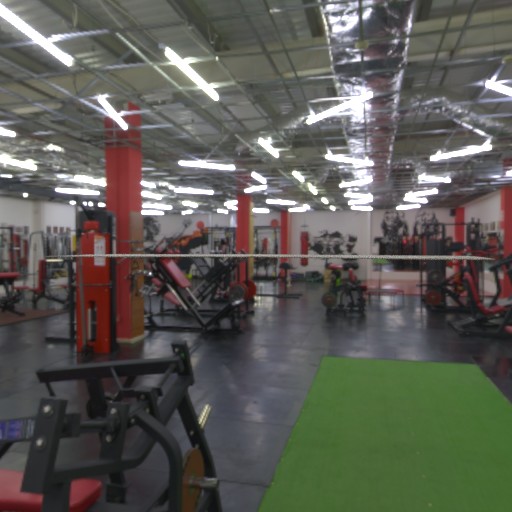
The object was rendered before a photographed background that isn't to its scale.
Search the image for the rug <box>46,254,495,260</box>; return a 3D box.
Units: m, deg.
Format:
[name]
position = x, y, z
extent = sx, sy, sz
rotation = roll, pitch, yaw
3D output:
[rug]
position = 0.000, 0.000, 2.540
extent = 2.335, 0.013, 0.697
rotation = 0, 1, 17
